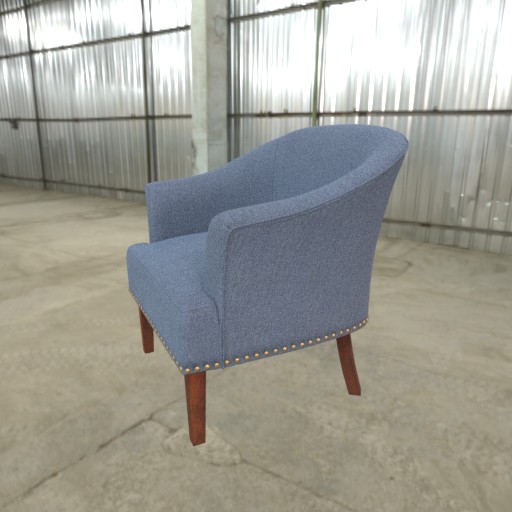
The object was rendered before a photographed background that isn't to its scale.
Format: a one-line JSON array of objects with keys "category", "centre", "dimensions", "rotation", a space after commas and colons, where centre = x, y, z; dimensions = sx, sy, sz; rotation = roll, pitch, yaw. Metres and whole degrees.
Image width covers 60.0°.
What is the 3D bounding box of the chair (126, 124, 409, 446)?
[{"category": "chair", "centre": [0.000, 0.000, 1.417], "dimensions": [0.704, 0.815, 0.772], "rotation": [-7, 17, -25]}]
